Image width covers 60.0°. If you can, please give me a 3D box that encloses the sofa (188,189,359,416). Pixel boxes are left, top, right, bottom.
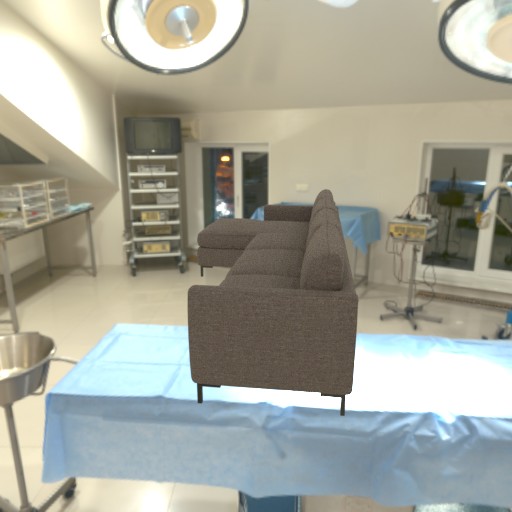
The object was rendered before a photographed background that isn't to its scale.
[{"bbox_3d":[0.000,0.000,3.237,1.258,0.754,2.731,2,15,8],"label":"sofa"}]
